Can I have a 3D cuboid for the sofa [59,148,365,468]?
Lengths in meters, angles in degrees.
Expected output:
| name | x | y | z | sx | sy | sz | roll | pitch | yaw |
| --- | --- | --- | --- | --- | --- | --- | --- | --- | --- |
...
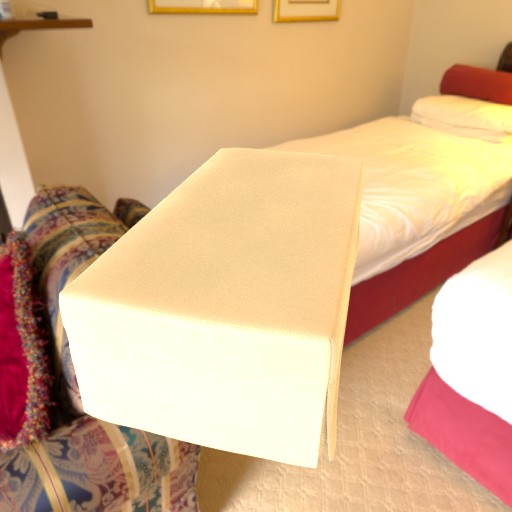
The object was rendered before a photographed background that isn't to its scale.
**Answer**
| name | x | y | z | sx | sy | sz | roll | pitch | yaw |
| --- | --- | --- | --- | --- | --- | --- | --- | --- | --- |
| sofa | 0.000 | 0.000 | 2.082 | 0.939 | 0.552 | 1.677 | 7 | 31 | 13 |
